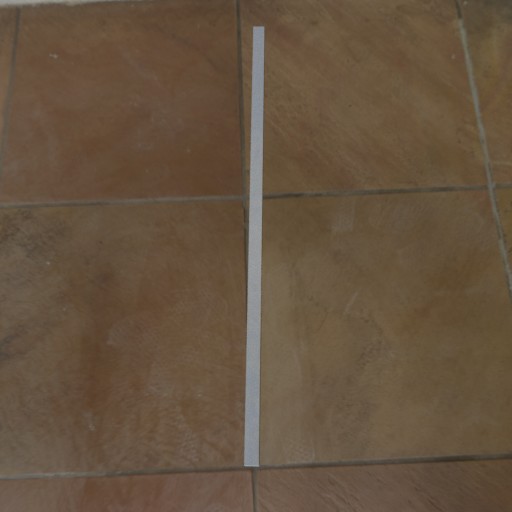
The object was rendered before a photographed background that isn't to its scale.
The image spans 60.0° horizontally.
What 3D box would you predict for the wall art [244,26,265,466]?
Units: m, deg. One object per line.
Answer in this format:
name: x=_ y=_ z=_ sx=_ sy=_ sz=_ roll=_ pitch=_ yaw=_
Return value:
wall art: x=0.000 y=0.000 z=1.193 sx=0.027 sy=0.610 sz=0.932 roll=1 pitch=74 yaw=0
